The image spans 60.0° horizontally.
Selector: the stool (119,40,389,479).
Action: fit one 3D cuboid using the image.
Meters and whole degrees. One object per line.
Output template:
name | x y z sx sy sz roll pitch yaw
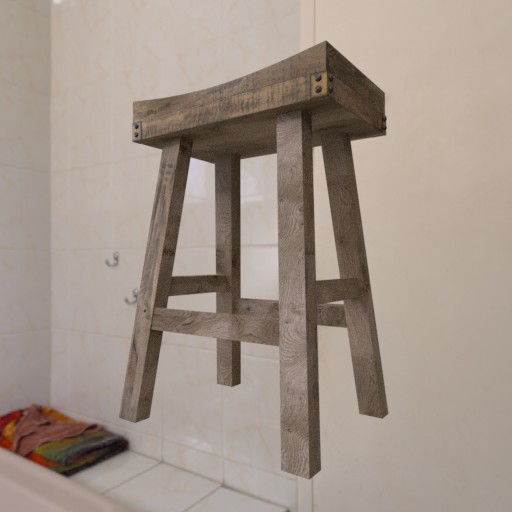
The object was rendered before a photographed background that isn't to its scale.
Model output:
stool | 0.000 0.000 0.883 0.450 0.635 0.330 0 -1 35
